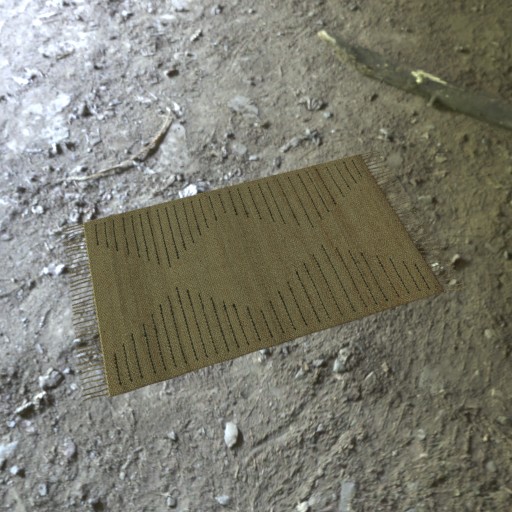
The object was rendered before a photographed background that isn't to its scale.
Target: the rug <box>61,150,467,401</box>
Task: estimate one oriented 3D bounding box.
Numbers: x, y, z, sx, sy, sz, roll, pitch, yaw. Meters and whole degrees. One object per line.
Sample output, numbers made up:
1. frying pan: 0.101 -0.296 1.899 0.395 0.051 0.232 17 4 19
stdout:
1. rug: 0.000 0.000 2.073 1.718 0.017 0.905 -16 59 -9
